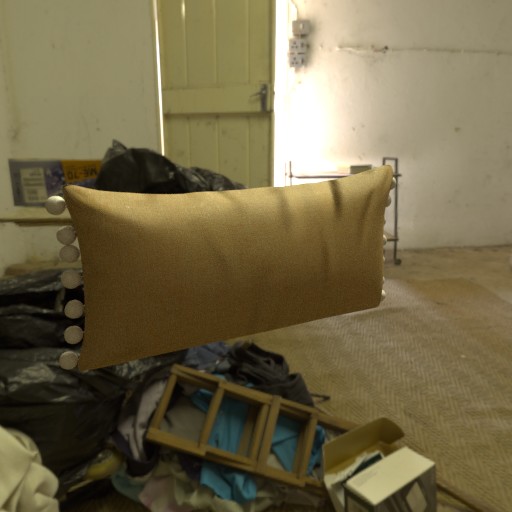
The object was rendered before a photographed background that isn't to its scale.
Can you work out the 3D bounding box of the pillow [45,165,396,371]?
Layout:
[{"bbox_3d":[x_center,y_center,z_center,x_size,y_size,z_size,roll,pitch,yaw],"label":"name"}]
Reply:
[{"bbox_3d":[0.000,0.000,0.834,0.709,0.322,0.201,-8,16,-27],"label":"pillow"}]
